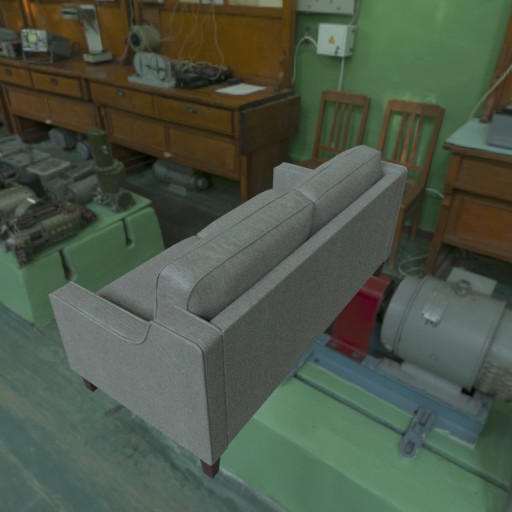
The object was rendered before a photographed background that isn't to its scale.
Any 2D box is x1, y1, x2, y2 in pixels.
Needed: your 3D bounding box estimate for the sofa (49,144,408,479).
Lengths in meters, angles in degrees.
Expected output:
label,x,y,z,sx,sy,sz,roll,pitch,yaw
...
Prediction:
label,x,y,z,sx,sy,sz,roll,pitch,yaw
sofa,0.000,0.000,2.787,1.073,1.074,2.181,21,38,29
